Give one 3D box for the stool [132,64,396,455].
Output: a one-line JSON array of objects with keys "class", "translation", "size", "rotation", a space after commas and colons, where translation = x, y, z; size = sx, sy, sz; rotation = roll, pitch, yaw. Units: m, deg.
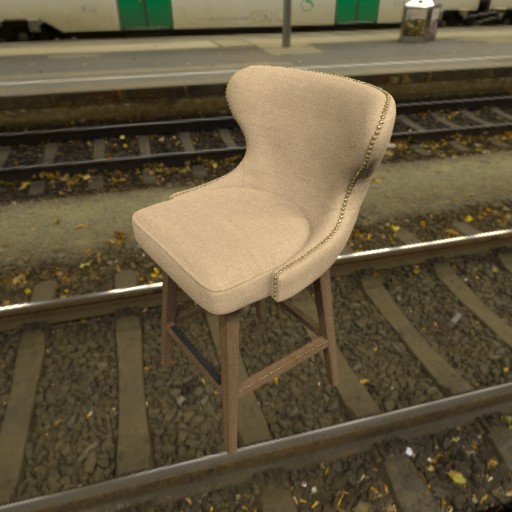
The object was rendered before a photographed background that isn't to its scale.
[{"class": "stool", "translation": [0.000, 0.000, 1.334], "size": [0.597, 0.972, 0.615], "rotation": [-22, 38, -30]}]
